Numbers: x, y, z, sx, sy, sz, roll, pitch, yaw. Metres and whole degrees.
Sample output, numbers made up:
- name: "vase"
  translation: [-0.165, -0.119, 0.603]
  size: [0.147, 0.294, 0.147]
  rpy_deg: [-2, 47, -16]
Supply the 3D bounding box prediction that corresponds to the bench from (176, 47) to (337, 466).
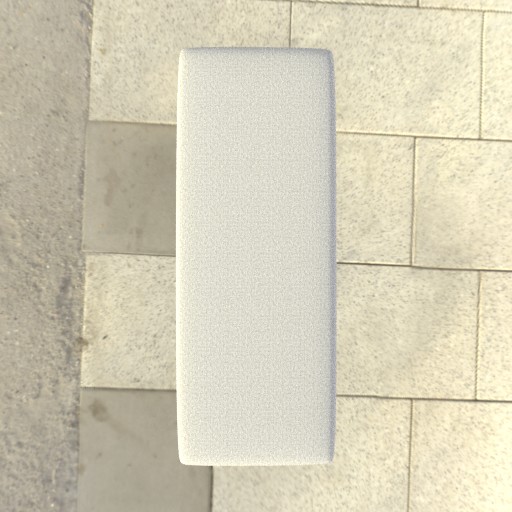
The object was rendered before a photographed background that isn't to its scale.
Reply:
- name: "bench"
  translation: [0.000, 0.000, 1.851]
  size: [0.631, 0.383, 1.598]
  rpy_deg: [0, 90, -1]
